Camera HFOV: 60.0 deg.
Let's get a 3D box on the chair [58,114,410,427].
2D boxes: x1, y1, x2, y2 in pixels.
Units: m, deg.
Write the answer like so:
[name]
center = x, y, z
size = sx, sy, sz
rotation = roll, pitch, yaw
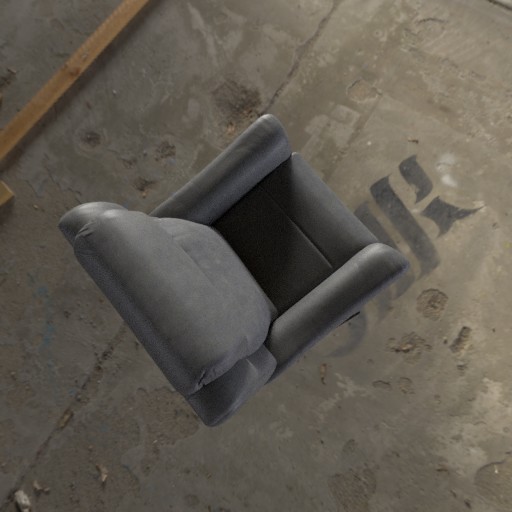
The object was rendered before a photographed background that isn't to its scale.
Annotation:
[chair]
center = 0.000, 0.000, 1.925
size = 1.068, 1.116, 0.967
rotation = -38, 79, -9
